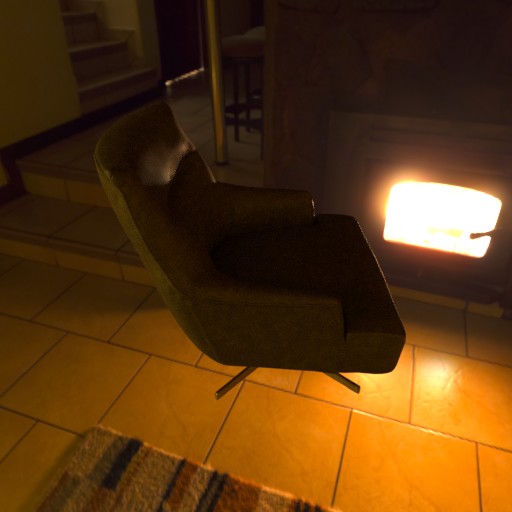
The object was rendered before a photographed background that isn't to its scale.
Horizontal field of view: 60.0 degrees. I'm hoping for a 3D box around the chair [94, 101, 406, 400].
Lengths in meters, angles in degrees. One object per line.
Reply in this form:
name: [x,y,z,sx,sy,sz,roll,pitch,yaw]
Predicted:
chair: [0.000,0.000,1.498,0.874,0.870,0.738,0,32,0]
